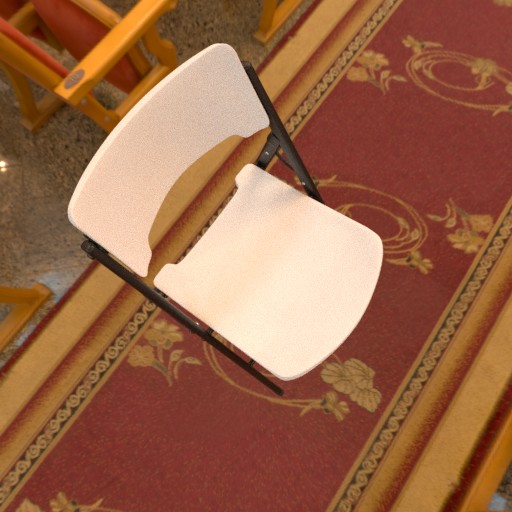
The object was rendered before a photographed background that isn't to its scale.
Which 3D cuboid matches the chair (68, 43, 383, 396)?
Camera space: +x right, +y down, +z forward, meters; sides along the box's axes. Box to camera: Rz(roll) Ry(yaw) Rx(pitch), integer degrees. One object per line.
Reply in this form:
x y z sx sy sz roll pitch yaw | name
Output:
0.000 0.000 1.090 0.577 0.765 0.482 35 78 9 | chair
